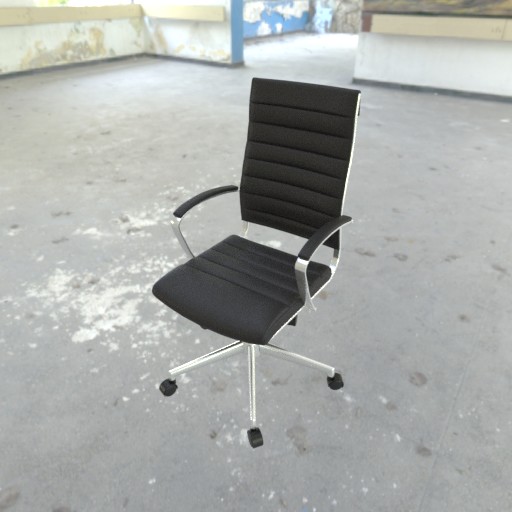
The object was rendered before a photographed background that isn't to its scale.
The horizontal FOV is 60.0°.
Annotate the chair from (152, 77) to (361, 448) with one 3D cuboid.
[{"bbox_3d":[0.000,0.000,1.683,0.766,1.149,0.739,19,37,28],"label":"chair"}]
